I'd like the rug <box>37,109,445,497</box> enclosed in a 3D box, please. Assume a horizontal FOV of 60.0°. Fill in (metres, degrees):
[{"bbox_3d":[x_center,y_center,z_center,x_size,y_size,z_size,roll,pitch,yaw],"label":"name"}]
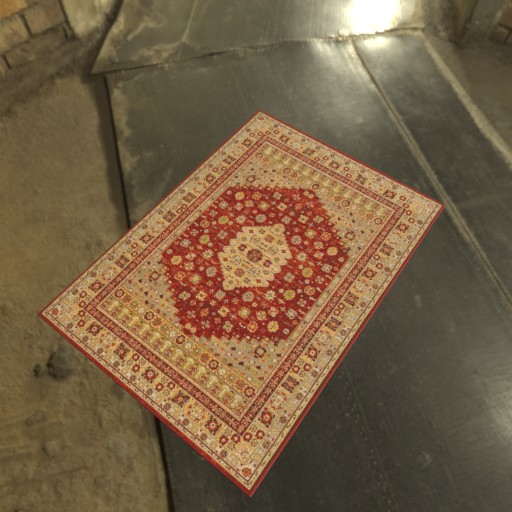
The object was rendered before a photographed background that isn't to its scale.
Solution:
[{"bbox_3d":[0.000,0.000,2.843,1.593,0.013,2.211,33,64,18],"label":"rug"}]
